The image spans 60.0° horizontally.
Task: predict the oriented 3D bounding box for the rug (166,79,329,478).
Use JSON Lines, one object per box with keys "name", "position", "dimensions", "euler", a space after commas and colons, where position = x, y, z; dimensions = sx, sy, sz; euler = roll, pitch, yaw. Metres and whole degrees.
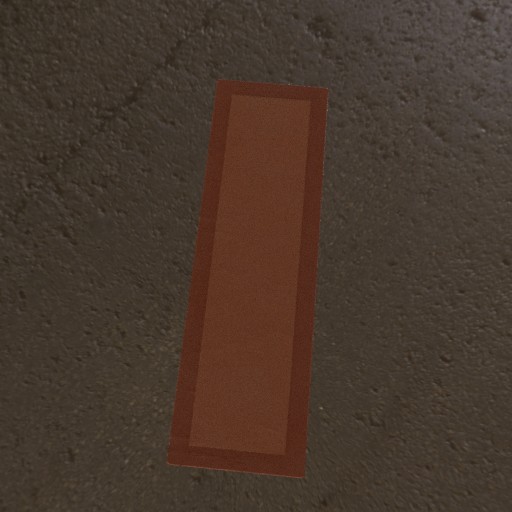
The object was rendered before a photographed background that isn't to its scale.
{"name": "rug", "position": [0.000, 0.000, 2.708], "dimensions": [0.914, 0.013, 2.471], "euler": [2, 76, 0]}
